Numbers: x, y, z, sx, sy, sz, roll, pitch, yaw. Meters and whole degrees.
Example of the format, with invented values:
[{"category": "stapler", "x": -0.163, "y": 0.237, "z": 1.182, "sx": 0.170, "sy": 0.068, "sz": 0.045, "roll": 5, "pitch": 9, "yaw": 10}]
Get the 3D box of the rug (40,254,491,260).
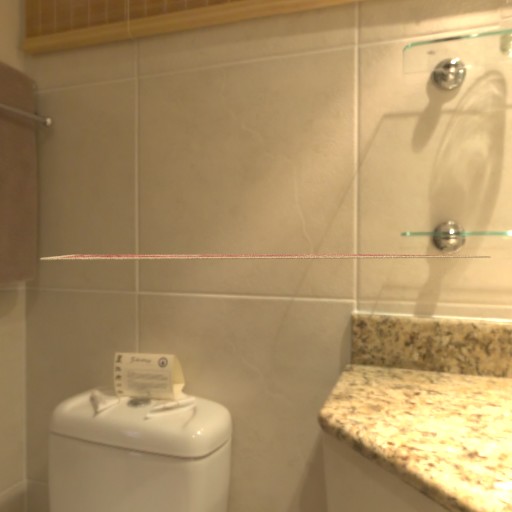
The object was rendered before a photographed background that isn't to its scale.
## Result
[{"category": "rug", "x": 0.000, "y": 0.000, "z": 1.065, "sx": 0.868, "sy": 0.004, "sz": 0.556, "roll": 0, "pitch": 1, "yaw": -18}]
